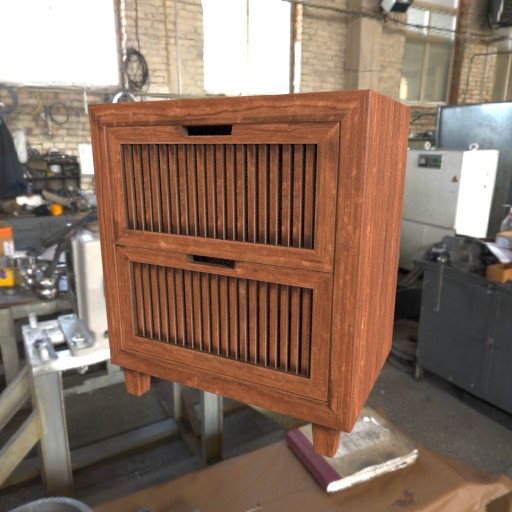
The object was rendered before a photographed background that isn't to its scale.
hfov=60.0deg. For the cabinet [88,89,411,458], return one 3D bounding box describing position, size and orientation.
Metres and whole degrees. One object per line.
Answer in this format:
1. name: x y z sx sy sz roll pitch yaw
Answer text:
1. cabinet: 0.000 0.000 1.080 0.607 0.695 0.410 7 16 26
